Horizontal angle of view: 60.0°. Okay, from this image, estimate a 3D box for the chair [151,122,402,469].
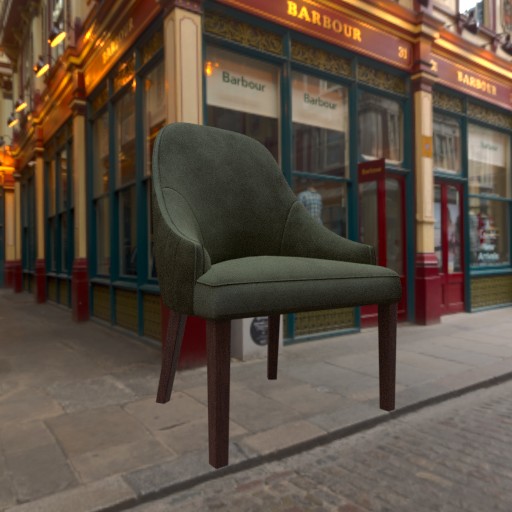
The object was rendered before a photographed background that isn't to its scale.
[{"bbox_3d":[0.000,0.000,1.319,0.643,0.889,0.575,0,0,-36],"label":"chair"}]
